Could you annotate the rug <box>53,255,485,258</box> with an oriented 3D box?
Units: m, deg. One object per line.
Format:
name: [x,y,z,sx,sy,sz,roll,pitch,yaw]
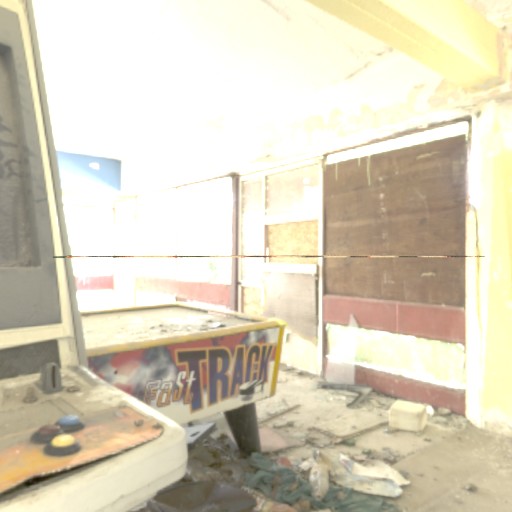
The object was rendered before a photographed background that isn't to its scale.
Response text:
rug: [0.000,0.000,2.920,2.311,0.010,1.522,0,0,-20]
